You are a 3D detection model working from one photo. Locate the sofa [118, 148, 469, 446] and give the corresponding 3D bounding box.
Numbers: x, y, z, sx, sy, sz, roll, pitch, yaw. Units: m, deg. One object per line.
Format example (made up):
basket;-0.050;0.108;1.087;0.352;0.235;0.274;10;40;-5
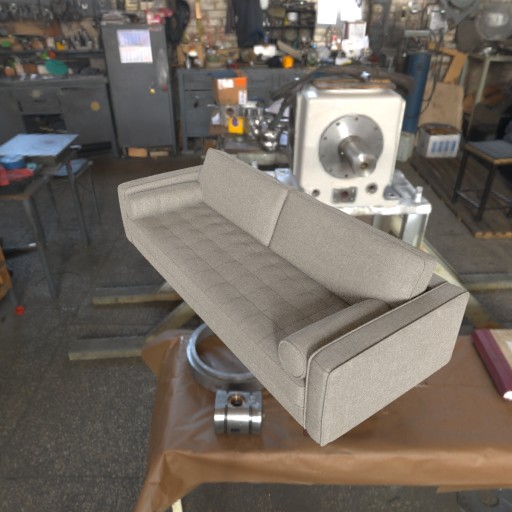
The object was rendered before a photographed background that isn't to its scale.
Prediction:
sofa;0.000;0.000;2.674;0.914;0.762;2.211;-20;36;-29
